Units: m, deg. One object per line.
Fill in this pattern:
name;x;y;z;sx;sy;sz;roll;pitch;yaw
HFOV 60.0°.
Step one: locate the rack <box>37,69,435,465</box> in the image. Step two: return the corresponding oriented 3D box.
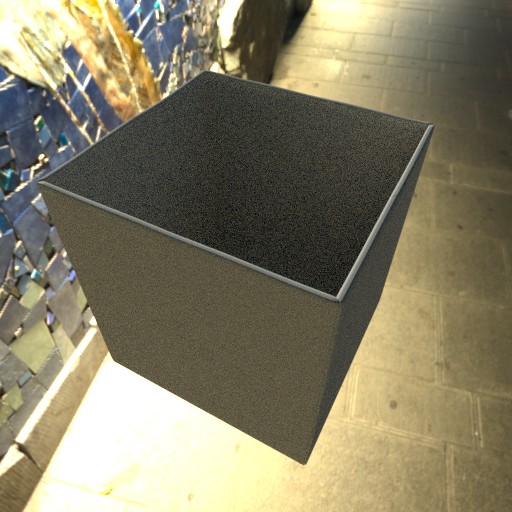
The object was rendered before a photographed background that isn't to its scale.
rack;0.000;0.000;0.497;0.270;0.280;0.270;21;49;20
